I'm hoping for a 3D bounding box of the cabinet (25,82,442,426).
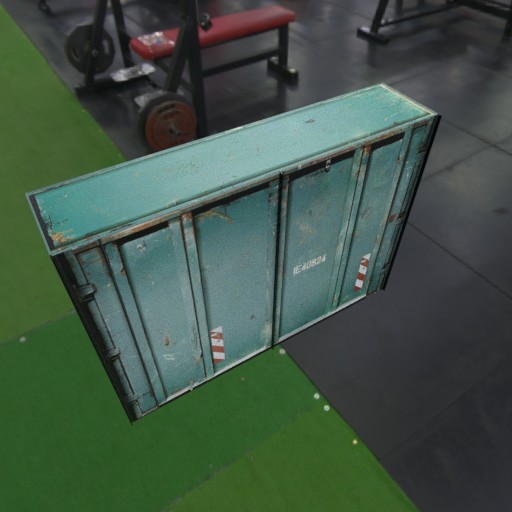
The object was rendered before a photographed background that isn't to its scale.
[{"bbox_3d":[0.000,0.000,3.915,3.001,2.160,0.680,-24,51,-21],"label":"cabinet"}]
